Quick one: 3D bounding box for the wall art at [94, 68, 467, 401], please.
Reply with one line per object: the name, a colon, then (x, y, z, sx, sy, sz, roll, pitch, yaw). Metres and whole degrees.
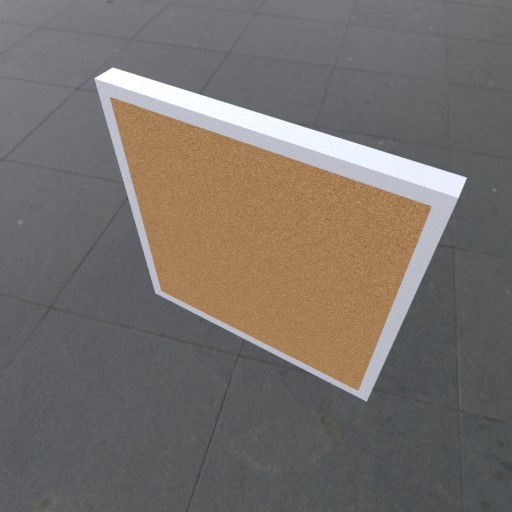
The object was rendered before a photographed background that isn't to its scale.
wall art: (0.000, 0.000, 0.745, 0.507, 0.508, 0.038, 24, 53, 19)
